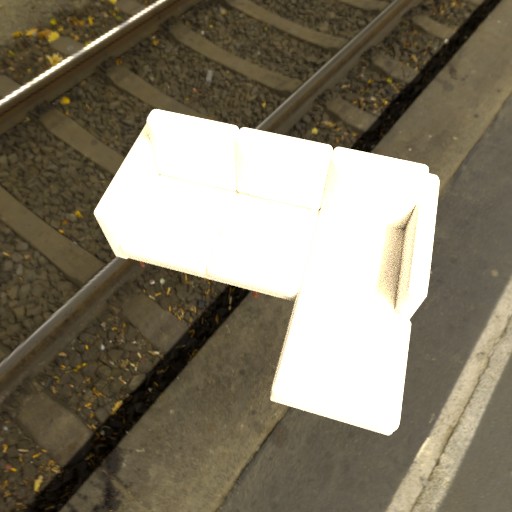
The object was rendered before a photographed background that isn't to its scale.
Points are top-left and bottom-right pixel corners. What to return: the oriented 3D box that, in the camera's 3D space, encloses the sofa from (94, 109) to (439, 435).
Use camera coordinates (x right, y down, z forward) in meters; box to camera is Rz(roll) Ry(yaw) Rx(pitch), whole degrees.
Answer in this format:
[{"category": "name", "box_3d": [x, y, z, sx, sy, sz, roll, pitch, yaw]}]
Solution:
[{"category": "sofa", "box_3d": [0.000, 0.000, 2.815, 2.029, 0.899, 1.580, 14, 60, 8]}]
